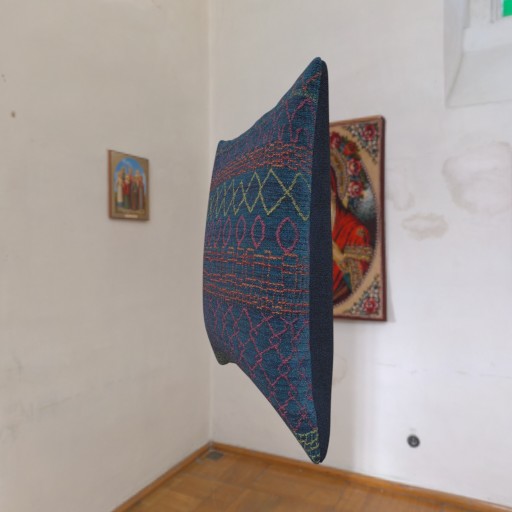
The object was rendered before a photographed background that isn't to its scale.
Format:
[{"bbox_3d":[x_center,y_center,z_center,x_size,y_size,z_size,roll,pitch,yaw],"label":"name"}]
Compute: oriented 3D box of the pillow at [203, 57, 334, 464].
[{"bbox_3d":[0.000,0.000,0.658,0.141,0.431,0.431,0,2,-18],"label":"pillow"}]
